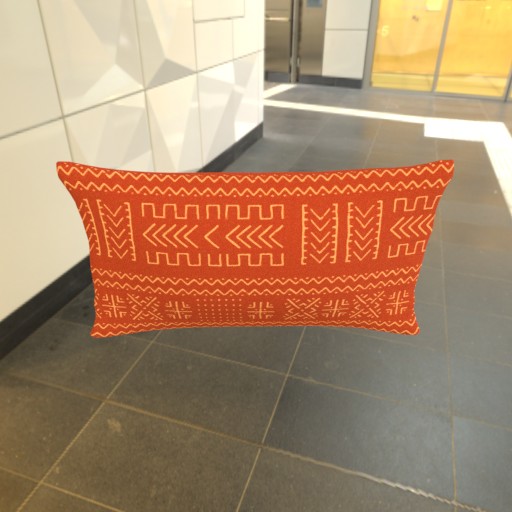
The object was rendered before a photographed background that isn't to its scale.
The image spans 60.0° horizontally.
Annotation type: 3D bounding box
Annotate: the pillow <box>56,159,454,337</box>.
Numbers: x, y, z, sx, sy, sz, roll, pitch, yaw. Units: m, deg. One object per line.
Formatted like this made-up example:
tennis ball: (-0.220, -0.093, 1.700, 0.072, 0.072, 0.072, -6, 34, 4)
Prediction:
pillow: (0.000, 0.000, 0.788, 0.640, 0.352, 0.130, -1, 31, -1)
